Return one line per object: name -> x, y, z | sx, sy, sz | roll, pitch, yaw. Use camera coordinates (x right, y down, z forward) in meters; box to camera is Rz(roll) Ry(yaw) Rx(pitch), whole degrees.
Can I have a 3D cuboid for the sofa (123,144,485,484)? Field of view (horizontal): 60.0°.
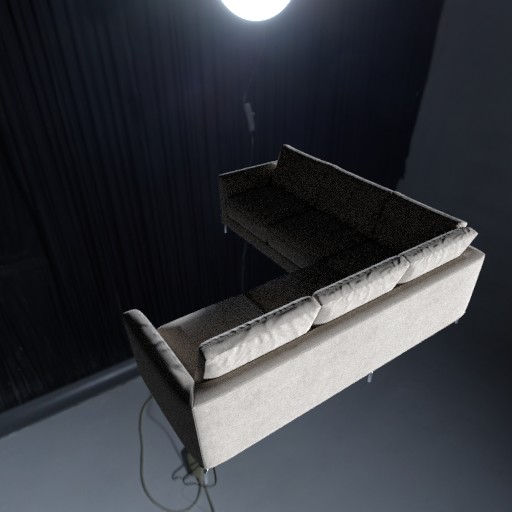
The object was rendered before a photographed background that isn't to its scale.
sofa -> 0.000, 0.000, 3.563 | 2.438, 0.864, 2.438 | -20, 37, -29
